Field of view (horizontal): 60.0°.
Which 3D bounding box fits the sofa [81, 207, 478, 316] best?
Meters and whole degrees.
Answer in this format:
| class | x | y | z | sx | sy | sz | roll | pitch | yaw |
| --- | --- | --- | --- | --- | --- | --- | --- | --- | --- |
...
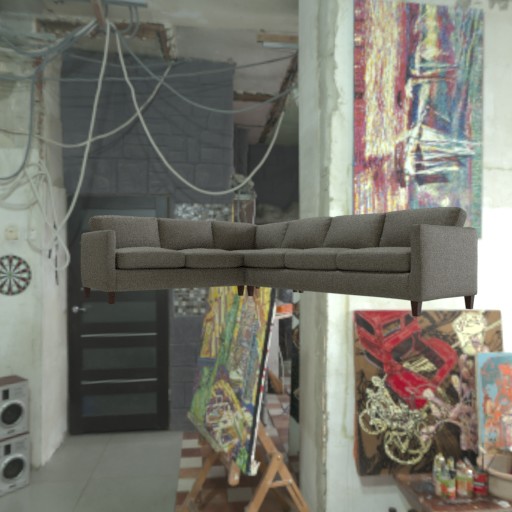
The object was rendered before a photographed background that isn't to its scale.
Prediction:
| class | x | y | z | sx | sy | sz | roll | pitch | yaw |
| --- | --- | --- | --- | --- | --- | --- | --- | --- | --- |
| sofa | 0.000 | 0.000 | 4.486 | 2.593 | 0.947 | 3.302 | 0 | 0 | -37 |
